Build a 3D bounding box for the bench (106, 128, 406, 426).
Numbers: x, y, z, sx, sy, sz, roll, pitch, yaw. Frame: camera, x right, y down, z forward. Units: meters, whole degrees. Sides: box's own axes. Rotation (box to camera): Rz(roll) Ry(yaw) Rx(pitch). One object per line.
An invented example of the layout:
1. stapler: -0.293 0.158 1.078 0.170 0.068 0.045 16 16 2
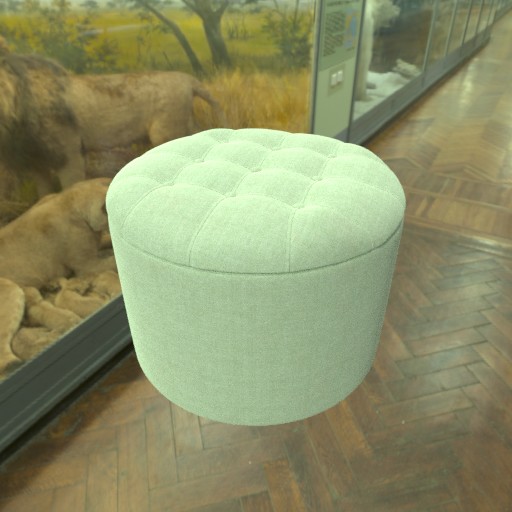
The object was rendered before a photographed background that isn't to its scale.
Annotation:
1. bench: 0.000 0.000 1.009 0.600 0.453 0.600 0 33 0
